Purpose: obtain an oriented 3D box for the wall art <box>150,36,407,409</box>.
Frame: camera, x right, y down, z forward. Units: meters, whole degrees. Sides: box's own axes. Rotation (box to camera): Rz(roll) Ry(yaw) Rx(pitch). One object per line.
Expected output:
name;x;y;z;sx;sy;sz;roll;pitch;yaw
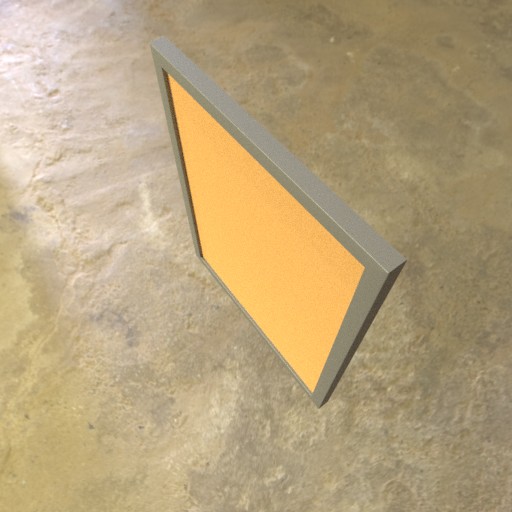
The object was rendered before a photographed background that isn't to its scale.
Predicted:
wall art;0.000;0.000;0.759;0.029;0.558;0.458;-32;64;-18
